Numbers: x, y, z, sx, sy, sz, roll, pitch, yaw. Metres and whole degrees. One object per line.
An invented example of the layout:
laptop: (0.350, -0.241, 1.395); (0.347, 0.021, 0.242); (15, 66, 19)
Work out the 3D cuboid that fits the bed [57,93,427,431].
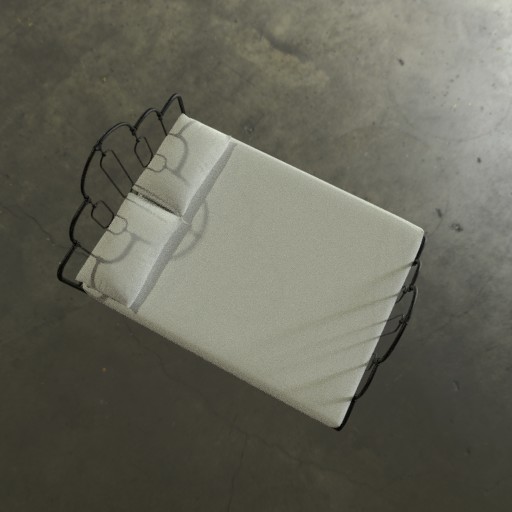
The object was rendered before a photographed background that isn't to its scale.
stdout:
bed: (0.000, 0.000, 3.212); (2.181, 1.444, 1.626); (27, 77, 7)
